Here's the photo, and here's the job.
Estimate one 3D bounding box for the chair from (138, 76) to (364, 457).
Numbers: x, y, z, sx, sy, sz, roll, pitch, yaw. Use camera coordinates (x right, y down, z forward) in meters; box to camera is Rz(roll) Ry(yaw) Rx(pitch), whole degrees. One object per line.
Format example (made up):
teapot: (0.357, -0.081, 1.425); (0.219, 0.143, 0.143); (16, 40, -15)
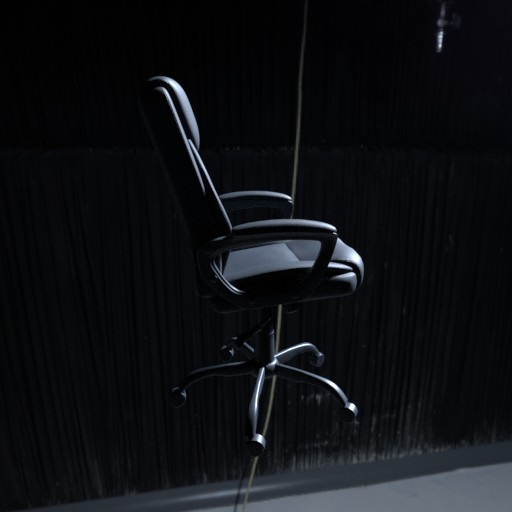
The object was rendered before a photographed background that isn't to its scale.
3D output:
chair: (0.000, 0.000, 1.463); (0.655, 1.072, 0.615); (-3, 17, -9)
